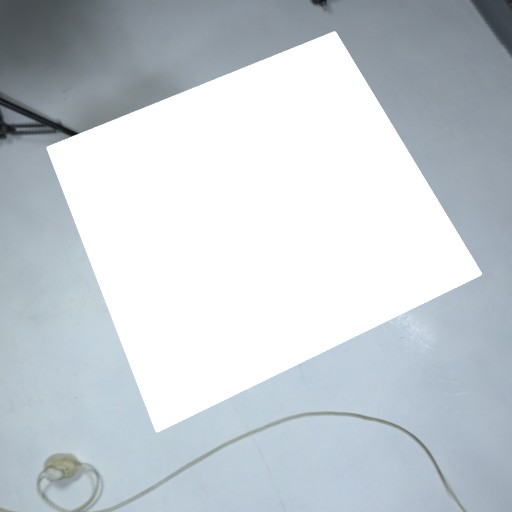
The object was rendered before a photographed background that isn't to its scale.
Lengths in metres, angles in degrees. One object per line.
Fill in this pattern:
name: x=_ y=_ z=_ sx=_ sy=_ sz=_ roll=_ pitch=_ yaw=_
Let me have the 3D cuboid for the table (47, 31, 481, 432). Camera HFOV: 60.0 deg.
table: x=0.000 y=0.000 z=0.909 sx=0.488 sy=0.565 sz=0.442 roll=-24 pitch=77 yaw=-6
